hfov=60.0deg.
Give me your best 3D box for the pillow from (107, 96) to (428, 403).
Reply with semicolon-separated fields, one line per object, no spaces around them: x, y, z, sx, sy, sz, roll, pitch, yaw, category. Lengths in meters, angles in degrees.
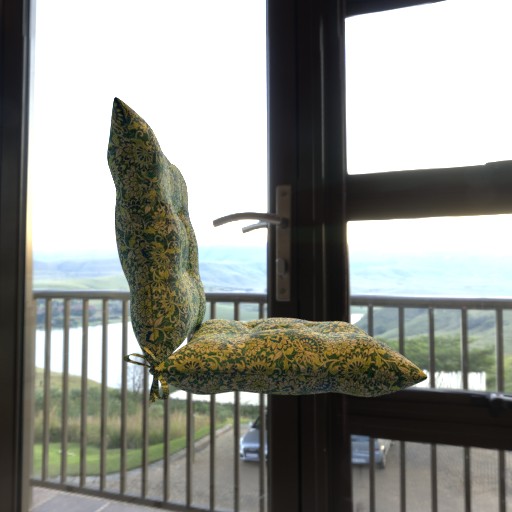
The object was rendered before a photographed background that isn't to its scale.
0.000;0.000;1.000;0.585;0.536;0.541;0;-3;0;pillow
